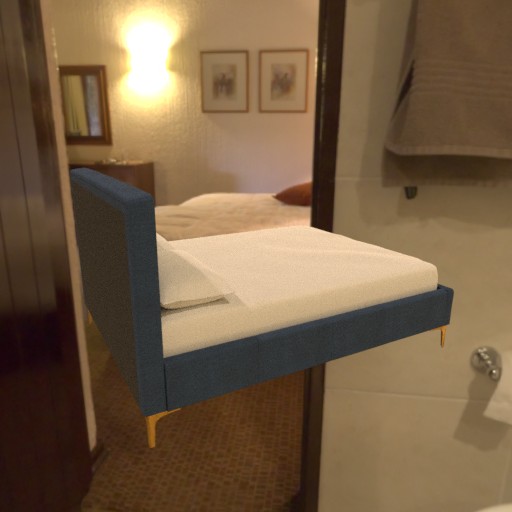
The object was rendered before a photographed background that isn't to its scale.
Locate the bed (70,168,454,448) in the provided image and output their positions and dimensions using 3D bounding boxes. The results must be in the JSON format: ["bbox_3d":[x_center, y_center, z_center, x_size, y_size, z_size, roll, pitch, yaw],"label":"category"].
[{"bbox_3d":[0.000,0.000,3.196,2.172,1.231,1.723,-9,18,-28],"label":"bed"}]
